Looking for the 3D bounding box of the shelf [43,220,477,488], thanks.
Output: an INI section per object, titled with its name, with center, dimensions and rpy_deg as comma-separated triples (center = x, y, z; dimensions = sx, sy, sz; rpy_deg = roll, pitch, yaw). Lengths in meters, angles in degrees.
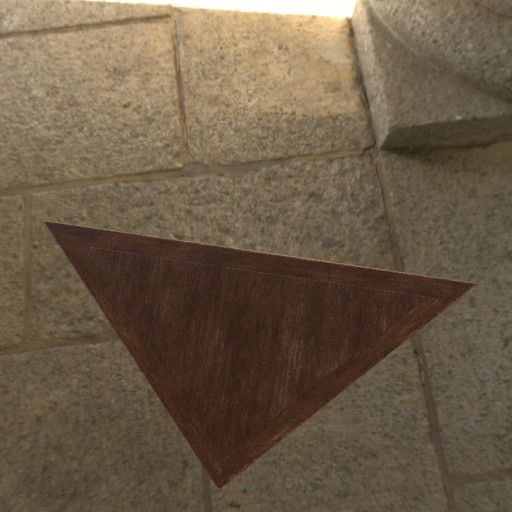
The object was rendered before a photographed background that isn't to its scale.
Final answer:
[shelf]
center = 0.000, 0.000, 0.439
dimensions = 0.296, 0.035, 0.296
rpy_deg = -36, 78, -9
